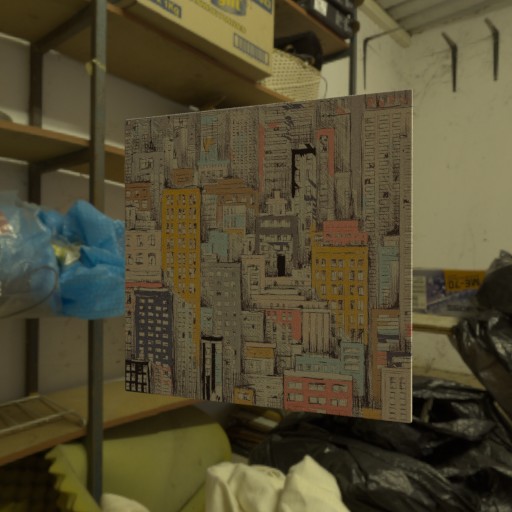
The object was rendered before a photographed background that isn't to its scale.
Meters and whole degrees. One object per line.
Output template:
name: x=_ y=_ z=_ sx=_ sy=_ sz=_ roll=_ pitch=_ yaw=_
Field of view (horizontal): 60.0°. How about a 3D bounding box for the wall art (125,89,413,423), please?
wall art: x=0.000 y=0.000 z=0.914 sx=0.607 sy=0.608 sz=0.038 roll=0 pitch=0 yaw=18
